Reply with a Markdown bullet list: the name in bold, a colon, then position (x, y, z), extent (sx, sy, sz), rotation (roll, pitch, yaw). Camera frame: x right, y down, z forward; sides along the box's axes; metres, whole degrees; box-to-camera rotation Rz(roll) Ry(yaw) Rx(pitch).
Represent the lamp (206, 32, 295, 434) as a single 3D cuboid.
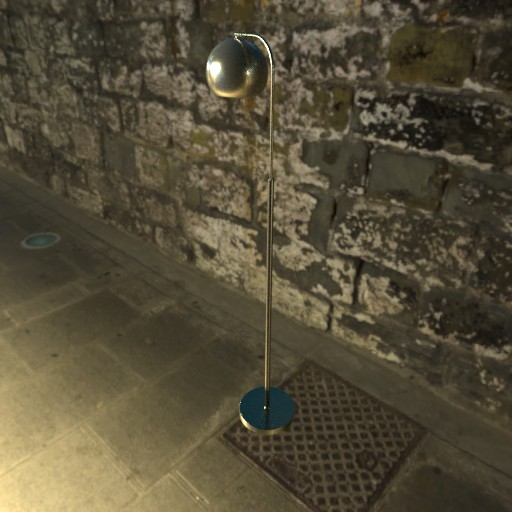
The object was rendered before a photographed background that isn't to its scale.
- **lamp**: position (0.000, 0.000, 1.697), extent (0.250, 1.526, 0.431), rotation (-18, 33, -29)
